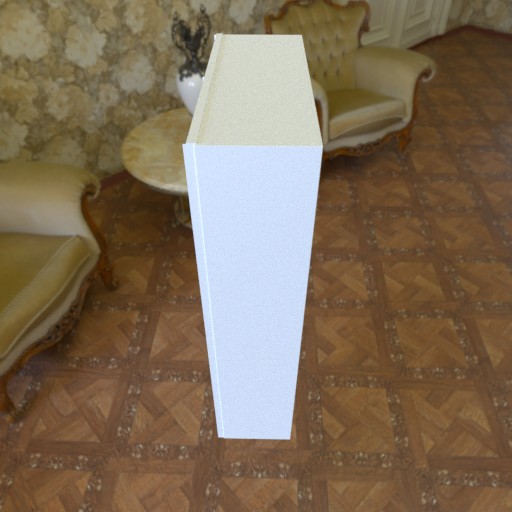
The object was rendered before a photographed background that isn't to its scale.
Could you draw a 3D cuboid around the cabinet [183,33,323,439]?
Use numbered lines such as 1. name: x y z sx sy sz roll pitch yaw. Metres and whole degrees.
1. cabinet: 0.000 0.000 2.692 0.480 2.160 1.250 1 42 1
